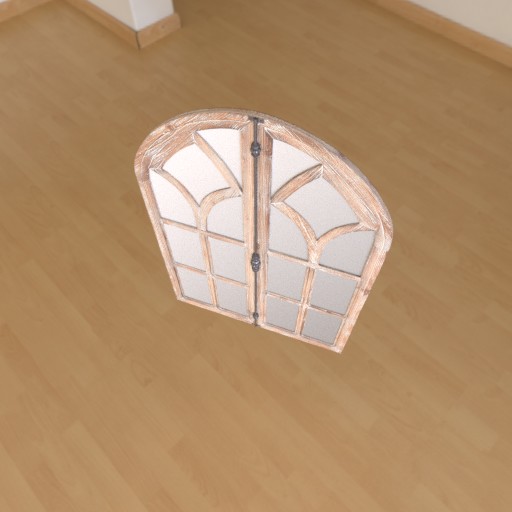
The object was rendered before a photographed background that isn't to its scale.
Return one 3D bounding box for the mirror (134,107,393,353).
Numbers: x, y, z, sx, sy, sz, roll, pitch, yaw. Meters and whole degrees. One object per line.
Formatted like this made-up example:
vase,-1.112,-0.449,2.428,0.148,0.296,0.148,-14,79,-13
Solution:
mirror,0.000,0.000,1.166,0.609,0.915,0.032,17,59,10
